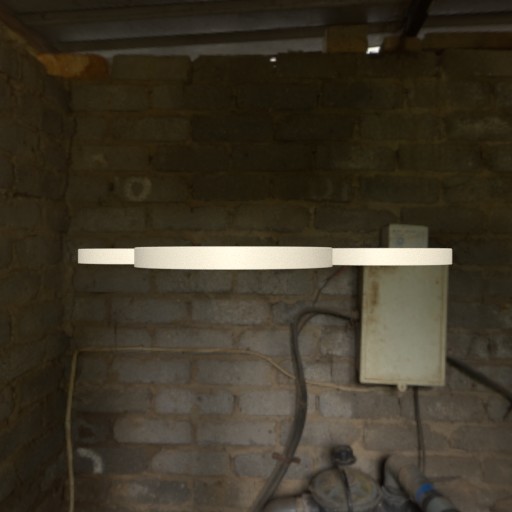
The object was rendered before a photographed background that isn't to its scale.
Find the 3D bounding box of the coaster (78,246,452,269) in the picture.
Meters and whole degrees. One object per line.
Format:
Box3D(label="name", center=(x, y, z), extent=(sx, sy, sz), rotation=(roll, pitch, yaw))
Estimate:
Box3D(label="coaster", center=(0.000, 0.000, 0.327), extent=(0.220, 0.010, 0.224), rotation=(0, 0, -35))
